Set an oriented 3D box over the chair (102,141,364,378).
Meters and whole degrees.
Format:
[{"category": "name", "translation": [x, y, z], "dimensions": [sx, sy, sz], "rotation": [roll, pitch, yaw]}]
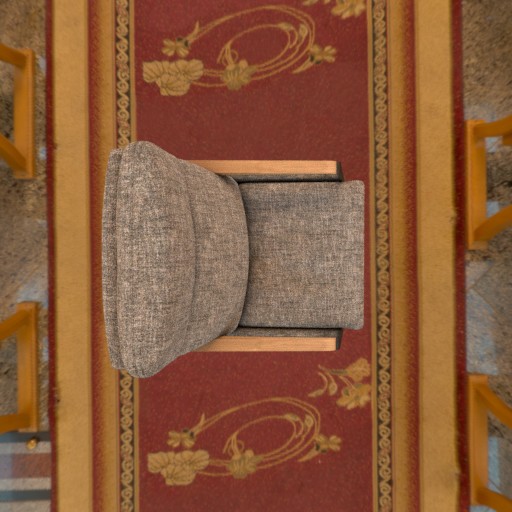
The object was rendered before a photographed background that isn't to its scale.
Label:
[{"category": "chair", "translation": [0.000, 0.000, 1.611], "dimensions": [0.868, 1.042, 0.671], "rotation": [0, 91, -1]}]
